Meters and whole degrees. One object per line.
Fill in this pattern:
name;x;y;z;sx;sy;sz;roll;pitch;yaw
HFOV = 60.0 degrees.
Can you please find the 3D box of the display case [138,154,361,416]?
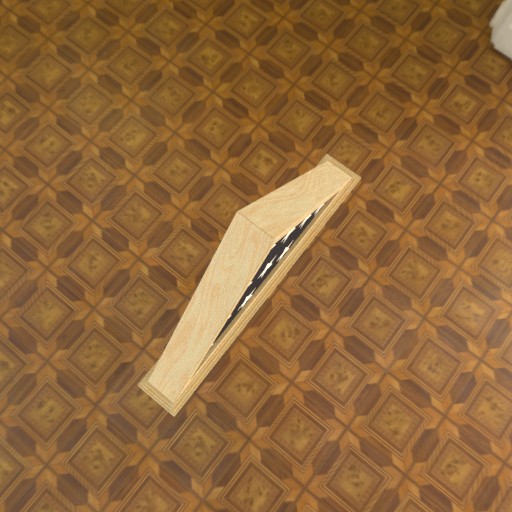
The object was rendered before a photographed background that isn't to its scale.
display case;0.000;0.000;0.775;0.095;0.340;0.640;37;79;9
